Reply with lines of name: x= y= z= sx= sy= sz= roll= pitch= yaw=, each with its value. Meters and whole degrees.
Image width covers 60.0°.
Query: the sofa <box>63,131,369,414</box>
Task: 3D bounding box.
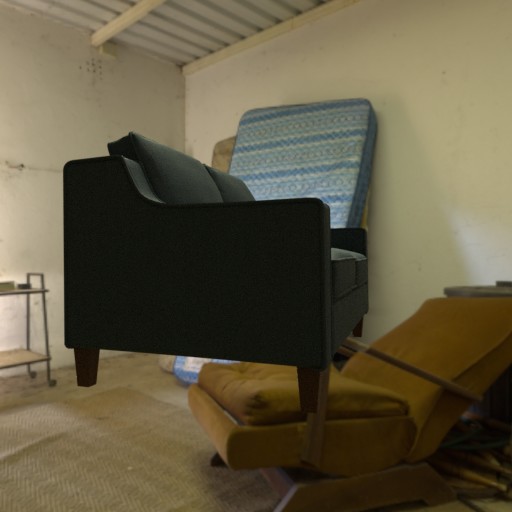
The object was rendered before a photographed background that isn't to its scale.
sofa: x=0.000 y=0.000 z=2.168 sx=0.987 sy=0.971 sz=1.501 roll=0 pitch=0 yaw=19
